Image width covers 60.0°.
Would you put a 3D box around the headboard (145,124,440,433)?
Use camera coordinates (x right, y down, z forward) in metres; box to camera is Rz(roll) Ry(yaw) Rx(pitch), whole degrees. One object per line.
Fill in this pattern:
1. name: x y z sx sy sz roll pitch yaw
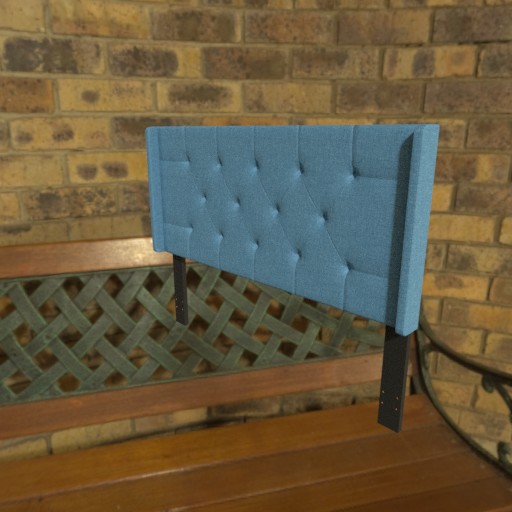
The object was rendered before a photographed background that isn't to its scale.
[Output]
1. headboard: 0.000 0.000 2.702 0.184 1.524 2.051 -15 22 -43
